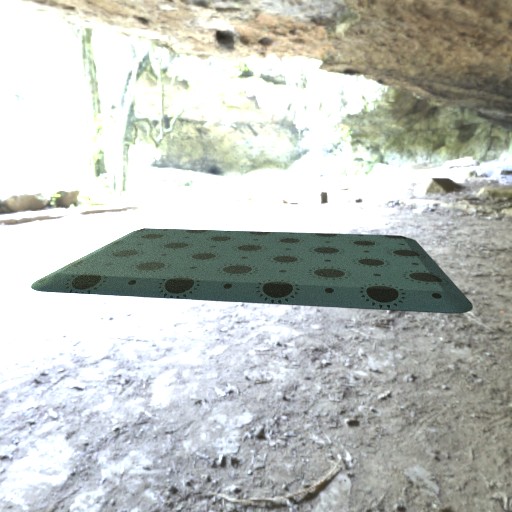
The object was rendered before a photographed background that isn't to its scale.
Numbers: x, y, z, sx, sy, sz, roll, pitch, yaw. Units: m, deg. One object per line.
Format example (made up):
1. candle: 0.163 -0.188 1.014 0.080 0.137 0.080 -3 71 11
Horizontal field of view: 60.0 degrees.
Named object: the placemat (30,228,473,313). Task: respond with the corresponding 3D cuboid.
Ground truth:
1. placemat: 0.000 0.000 0.967 0.762 0.021 0.508 2 15 8
